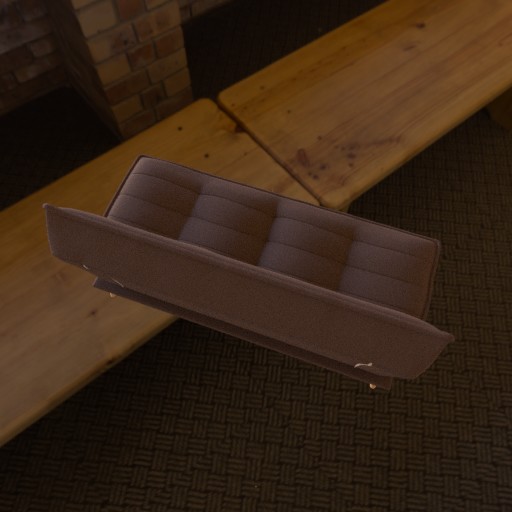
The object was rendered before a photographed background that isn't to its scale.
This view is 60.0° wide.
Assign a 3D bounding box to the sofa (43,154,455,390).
[{"bbox_3d":[0.000,0.000,2.461,1.940,0.890,0.950,18,64,9],"label":"sofa"}]
